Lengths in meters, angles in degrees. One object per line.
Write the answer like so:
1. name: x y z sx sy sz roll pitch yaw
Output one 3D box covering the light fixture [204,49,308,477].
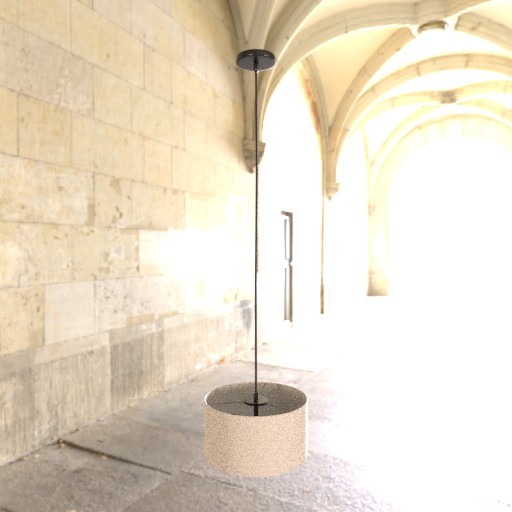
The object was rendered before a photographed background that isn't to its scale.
1. light fixture: 0.000 0.000 1.709 0.399 1.516 0.399 0 1 0
